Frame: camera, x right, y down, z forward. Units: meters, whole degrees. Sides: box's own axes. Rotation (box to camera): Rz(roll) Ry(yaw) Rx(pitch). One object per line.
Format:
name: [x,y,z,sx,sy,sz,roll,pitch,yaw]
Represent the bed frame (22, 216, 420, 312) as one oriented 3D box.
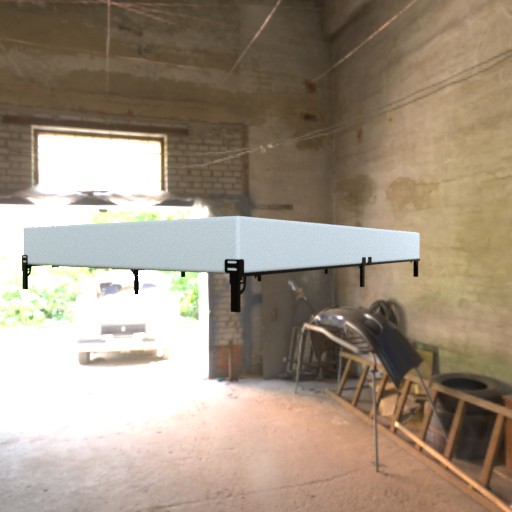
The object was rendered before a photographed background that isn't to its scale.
bed frame: [0.000,0.000,3.776,1.930,0.440,2.987,1,1,35]
